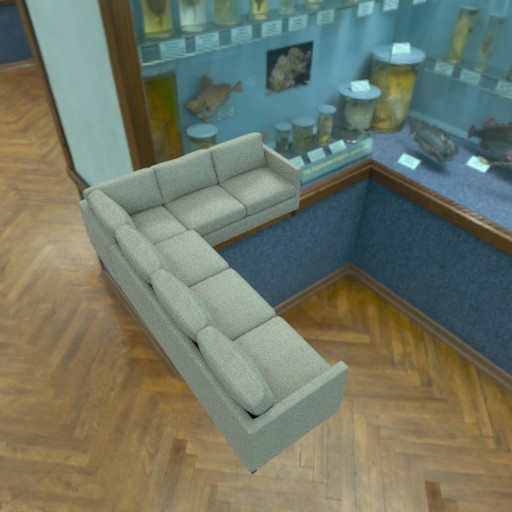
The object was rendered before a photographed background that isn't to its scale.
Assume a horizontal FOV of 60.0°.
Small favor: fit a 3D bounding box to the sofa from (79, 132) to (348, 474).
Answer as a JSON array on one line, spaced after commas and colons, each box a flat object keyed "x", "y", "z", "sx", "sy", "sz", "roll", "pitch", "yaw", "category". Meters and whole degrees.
[{"x": 0.000, "y": 0.000, "z": 4.587, "sx": 2.522, "sy": 0.934, "sz": 3.333, "roll": -26, "pitch": 48, "yaw": -26, "category": "sofa"}]
